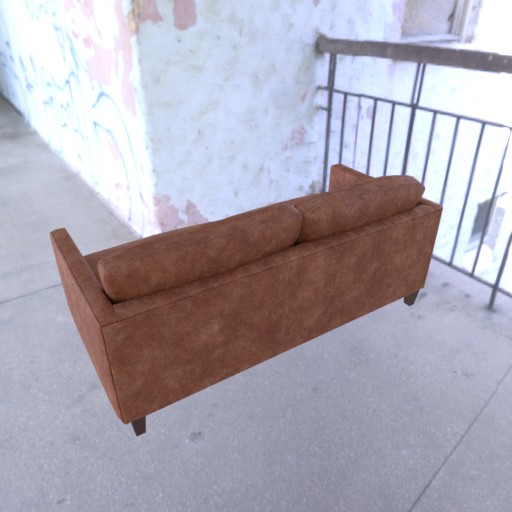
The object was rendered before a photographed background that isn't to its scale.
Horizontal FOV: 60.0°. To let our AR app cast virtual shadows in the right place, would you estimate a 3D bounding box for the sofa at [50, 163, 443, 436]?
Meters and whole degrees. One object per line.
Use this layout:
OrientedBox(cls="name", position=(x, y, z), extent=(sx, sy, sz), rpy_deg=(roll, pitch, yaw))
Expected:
OrientedBox(cls="sofa", position=(0.000, 0.000, 2.506), extent=(1.971, 0.863, 0.923), rpy_deg=(-18, 35, -28))
